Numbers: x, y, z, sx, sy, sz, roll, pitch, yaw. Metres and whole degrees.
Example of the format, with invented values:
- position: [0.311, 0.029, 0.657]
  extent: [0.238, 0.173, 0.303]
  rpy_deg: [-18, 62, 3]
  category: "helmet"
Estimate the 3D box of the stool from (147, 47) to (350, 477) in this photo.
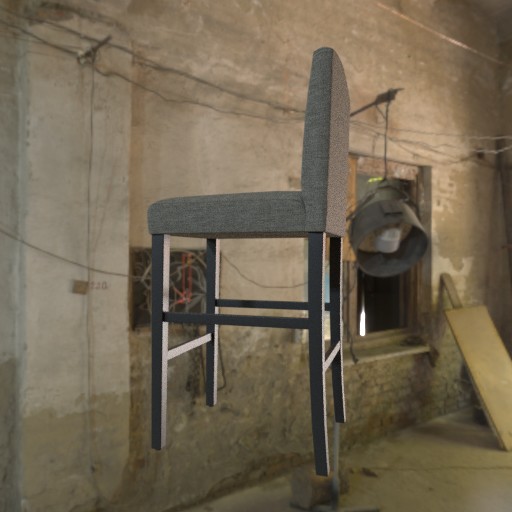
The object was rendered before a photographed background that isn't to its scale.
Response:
- position: [0.000, 0.000, 1.413]
  extent: [0.552, 1.138, 0.451]
  rpy_deg: [0, 0, 18]
  category: "stool"
